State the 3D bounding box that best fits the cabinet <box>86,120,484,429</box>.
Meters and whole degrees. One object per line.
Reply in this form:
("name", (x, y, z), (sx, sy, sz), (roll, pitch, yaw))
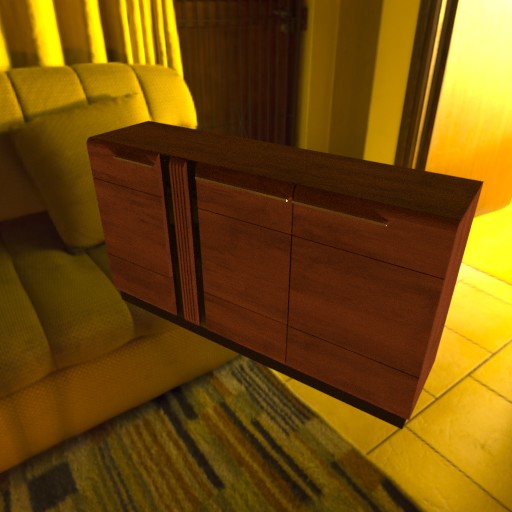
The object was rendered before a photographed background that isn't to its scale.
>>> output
("cabinet", (0.000, 0.000, 1.980), (1.600, 0.900, 0.420), (18, 35, 28))
